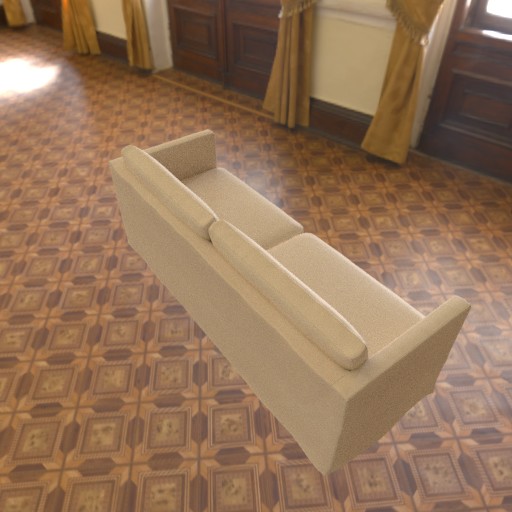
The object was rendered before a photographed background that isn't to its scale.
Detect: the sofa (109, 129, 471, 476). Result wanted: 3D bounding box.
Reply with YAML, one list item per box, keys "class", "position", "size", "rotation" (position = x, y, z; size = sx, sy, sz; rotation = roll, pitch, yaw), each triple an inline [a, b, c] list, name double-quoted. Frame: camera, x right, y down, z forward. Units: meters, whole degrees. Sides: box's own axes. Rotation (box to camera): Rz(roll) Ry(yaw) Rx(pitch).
- class: "sofa"
  position: [0.000, 0.000, 3.293]
  size: [1.036, 0.999, 2.779]
  rotation: [-26, 48, -27]
